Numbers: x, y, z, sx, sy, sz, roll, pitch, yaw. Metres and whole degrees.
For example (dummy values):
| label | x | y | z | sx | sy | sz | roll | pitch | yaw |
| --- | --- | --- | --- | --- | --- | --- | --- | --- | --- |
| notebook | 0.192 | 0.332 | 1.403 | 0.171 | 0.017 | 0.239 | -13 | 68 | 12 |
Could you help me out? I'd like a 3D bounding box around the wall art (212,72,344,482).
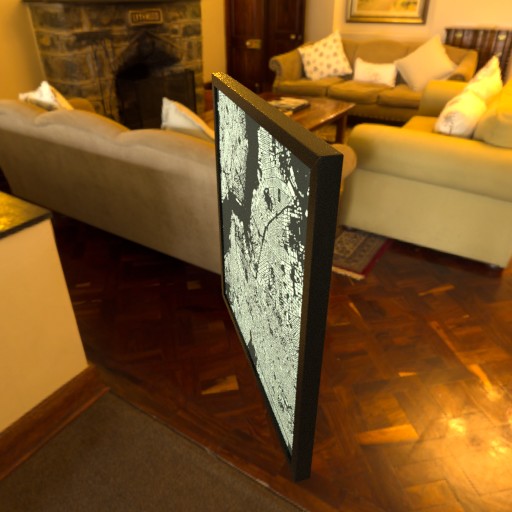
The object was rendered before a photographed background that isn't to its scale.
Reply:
| label | x | y | z | sx | sy | sz | roll | pitch | yaw |
| --- | --- | --- | --- | --- | --- | --- | --- | --- | --- |
| wall art | 0.000 | 0.000 | 1.124 | 0.038 | 0.761 | 0.755 | -9 | 32 | -14 |
